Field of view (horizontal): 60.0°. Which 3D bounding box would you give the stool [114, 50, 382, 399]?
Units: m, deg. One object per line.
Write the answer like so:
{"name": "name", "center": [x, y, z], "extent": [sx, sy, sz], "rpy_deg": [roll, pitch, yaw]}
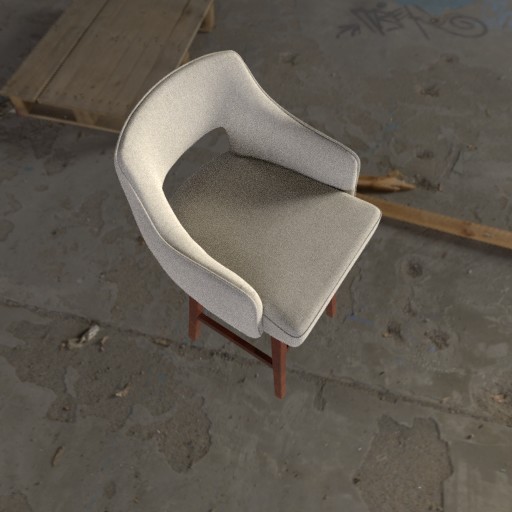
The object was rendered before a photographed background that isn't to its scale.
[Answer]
{"name": "stool", "center": [0.000, 0.000, 1.373], "extent": [0.560, 1.041, 0.550], "rpy_deg": [30, 64, 17]}
